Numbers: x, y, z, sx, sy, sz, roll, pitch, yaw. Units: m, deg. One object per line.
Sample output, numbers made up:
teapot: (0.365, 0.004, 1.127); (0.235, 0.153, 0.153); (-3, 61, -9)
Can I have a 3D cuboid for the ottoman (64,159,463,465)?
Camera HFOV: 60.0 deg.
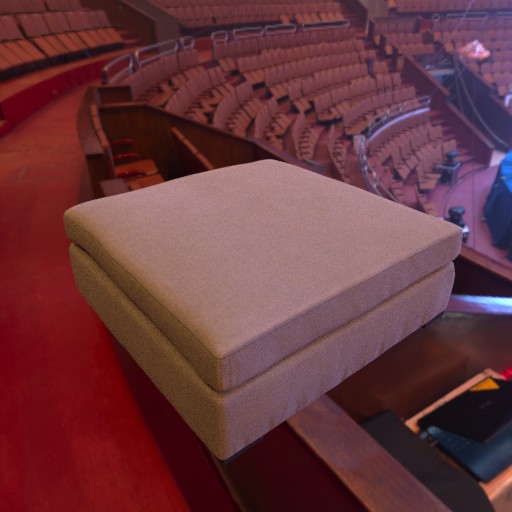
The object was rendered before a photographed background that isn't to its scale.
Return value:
ottoman: (0.000, 0.000, 1.833); (1.203, 0.517, 1.171); (-22, 36, -33)
